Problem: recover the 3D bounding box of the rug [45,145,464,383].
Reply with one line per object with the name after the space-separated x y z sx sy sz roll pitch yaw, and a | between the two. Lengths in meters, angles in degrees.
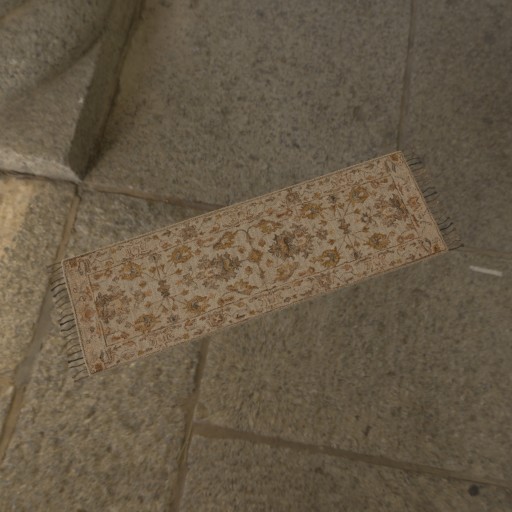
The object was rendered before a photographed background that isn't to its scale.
0.000 0.000 2.678 2.438 0.021 0.729 -19 76 -5 | rug
